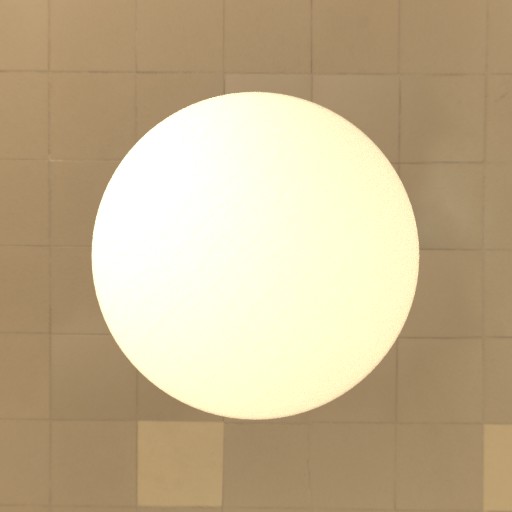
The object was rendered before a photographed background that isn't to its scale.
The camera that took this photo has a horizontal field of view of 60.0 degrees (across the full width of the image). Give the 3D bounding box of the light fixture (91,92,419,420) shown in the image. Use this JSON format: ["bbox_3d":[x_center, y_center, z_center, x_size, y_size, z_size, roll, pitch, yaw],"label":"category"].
[{"bbox_3d":[0.000,0.000,0.528,0.356,0.102,0.356,0,91,0],"label":"light fixture"}]
